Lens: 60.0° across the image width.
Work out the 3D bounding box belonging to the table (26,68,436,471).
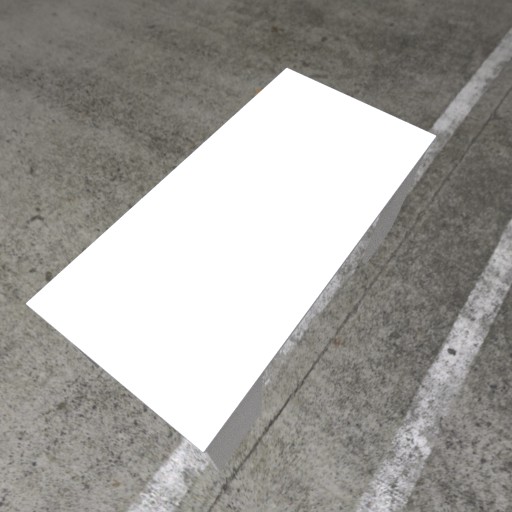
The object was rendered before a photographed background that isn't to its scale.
[{"bbox_3d":[0.000,0.000,1.277,0.500,0.440,1.000,32,64,18],"label":"table"}]
